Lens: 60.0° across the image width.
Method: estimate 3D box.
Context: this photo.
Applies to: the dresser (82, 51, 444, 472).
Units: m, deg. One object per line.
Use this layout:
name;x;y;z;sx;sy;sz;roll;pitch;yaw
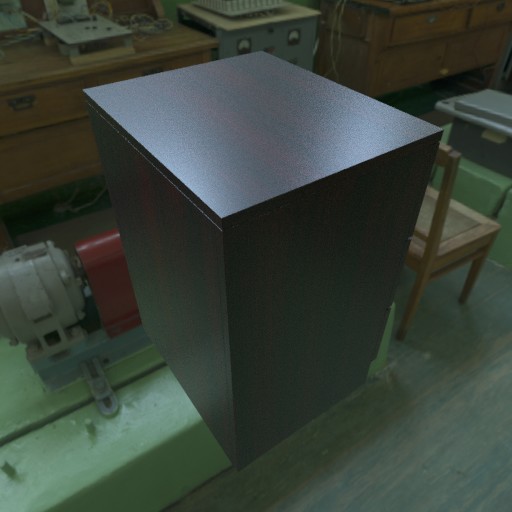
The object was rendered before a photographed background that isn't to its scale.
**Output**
dresser;0.000;0.000;0.807;0.360;0.560;0.400;-25;47;-26
